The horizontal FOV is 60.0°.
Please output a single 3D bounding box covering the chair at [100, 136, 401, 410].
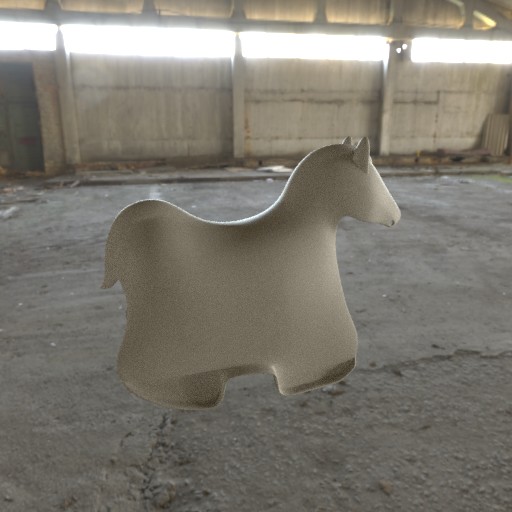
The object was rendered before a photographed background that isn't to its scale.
[{"bbox_3d":[0.000,0.000,1.178,0.800,0.612,0.429,-3,16,-11],"label":"chair"}]
